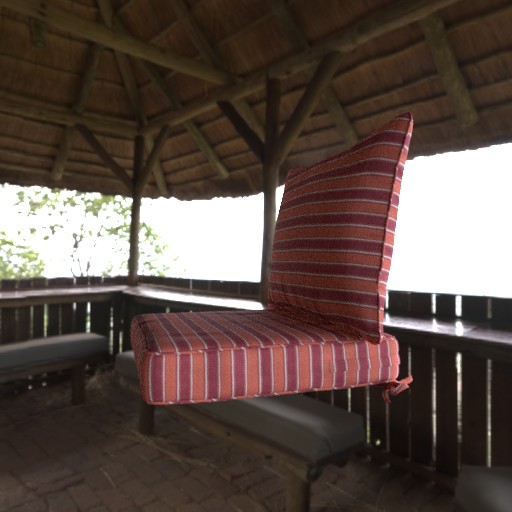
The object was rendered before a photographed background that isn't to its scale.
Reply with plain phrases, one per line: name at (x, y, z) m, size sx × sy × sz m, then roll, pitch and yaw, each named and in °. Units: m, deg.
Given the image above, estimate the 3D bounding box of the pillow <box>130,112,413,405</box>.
pillow at (0.000, 0.000, 1.380) m, size 0.733 × 0.723 × 0.799 m, roll 0°, pitch 0°, yaw -18°
